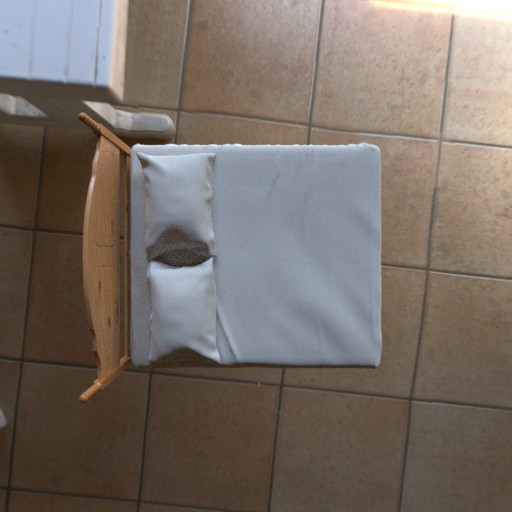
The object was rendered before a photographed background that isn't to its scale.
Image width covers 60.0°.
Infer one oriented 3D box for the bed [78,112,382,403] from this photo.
[{"bbox_3d":[0.000,0.000,3.176,2.040,1.356,1.873,0,91,0],"label":"bed"}]
